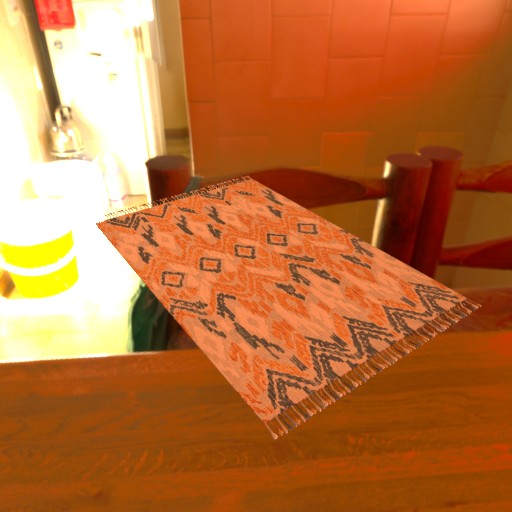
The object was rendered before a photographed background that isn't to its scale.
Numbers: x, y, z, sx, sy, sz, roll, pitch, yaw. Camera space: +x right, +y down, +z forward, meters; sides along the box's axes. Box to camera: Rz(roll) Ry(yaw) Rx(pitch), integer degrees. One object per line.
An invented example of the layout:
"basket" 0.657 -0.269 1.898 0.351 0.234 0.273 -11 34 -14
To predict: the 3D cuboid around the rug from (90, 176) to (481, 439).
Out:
"rug" 0.000 0.000 3.056 1.533 0.010 2.428 -21 38 -29
